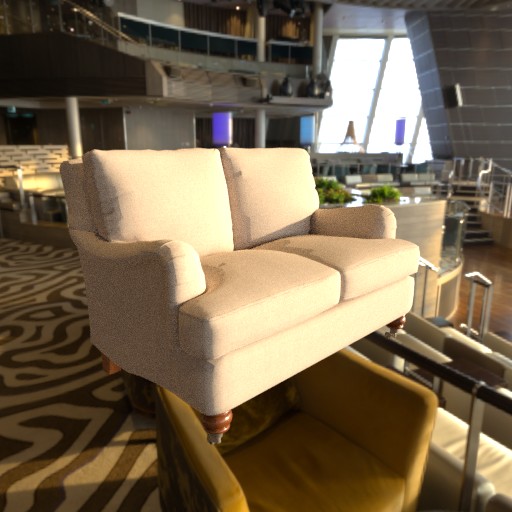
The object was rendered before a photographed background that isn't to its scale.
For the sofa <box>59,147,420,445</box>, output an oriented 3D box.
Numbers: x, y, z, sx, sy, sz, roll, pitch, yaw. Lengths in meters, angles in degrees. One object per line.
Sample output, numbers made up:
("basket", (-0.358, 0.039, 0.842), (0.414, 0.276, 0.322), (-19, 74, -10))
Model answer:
("sofa", (0.000, 0.000, 2.205), (1.508, 1.048, 1.087), (-14, 19, -43))
